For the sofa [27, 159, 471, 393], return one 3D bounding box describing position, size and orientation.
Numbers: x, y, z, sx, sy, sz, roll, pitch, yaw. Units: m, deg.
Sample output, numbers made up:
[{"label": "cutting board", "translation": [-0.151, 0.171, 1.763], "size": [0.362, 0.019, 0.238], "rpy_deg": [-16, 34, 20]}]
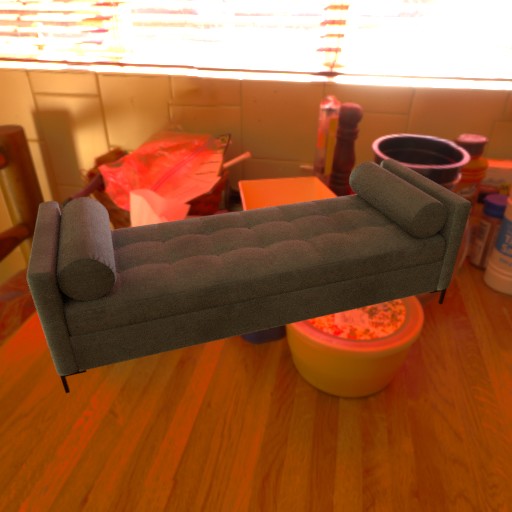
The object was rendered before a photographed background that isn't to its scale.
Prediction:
[{"label": "sofa", "translation": [0.000, 0.000, 2.291], "size": [1.981, 0.635, 0.686], "rpy_deg": [-10, 33, -16]}]
